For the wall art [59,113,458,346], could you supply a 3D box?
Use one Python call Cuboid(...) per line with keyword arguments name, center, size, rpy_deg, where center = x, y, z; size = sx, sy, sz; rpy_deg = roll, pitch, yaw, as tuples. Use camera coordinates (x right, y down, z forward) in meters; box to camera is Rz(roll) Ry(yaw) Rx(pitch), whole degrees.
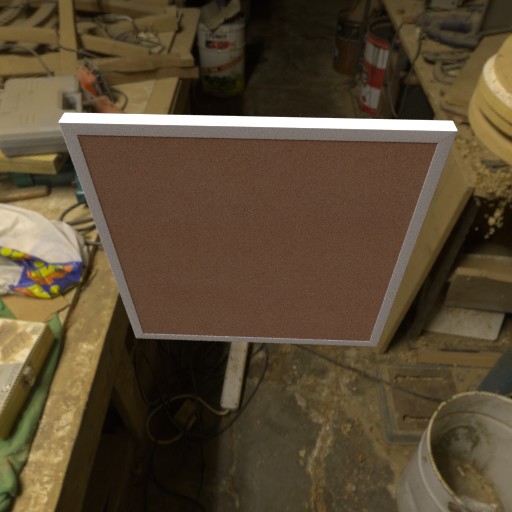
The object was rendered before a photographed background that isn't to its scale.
Cuboid(name="wall art", center=(0.000, 0.000, 1.133), size=(0.760, 0.760, 0.036), rpy_deg=(2, 47, 2))
